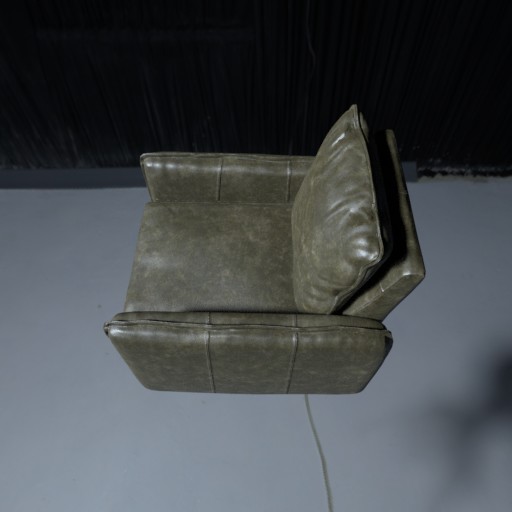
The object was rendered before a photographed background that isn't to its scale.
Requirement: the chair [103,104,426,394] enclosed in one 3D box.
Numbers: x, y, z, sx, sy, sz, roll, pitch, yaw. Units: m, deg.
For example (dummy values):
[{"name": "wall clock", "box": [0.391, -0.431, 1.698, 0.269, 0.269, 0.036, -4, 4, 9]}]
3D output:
[{"name": "chair", "box": [0.000, 0.000, 1.624, 0.921, 0.921, 0.830, 1, 57, 1]}]
